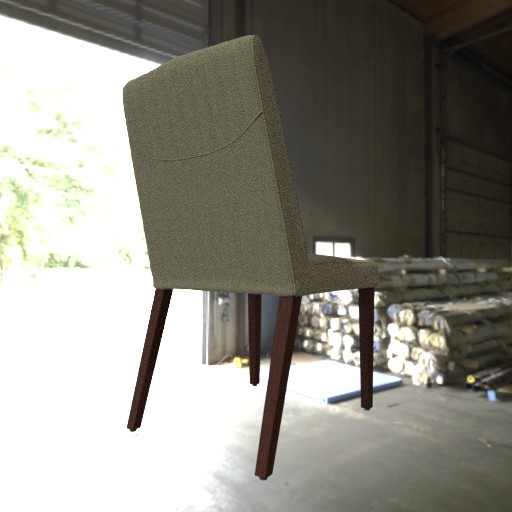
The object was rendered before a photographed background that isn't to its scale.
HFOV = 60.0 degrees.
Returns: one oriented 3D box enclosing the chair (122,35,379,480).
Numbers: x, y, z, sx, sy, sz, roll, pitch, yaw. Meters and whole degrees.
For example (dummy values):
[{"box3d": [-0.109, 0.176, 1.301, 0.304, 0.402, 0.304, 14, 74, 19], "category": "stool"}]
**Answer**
[{"box3d": [0.000, 0.000, 1.219, 0.480, 0.900, 0.594, -1, -1, 37], "category": "chair"}]
